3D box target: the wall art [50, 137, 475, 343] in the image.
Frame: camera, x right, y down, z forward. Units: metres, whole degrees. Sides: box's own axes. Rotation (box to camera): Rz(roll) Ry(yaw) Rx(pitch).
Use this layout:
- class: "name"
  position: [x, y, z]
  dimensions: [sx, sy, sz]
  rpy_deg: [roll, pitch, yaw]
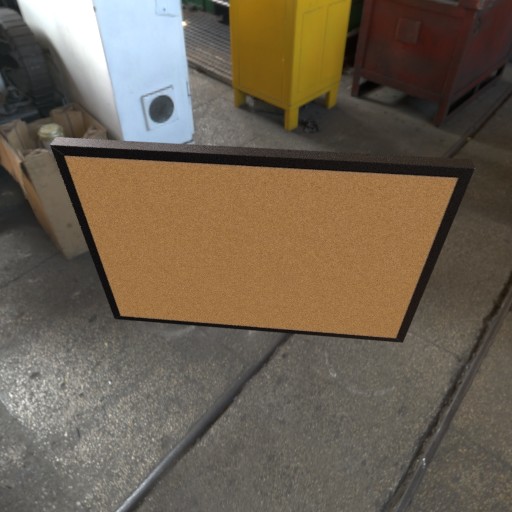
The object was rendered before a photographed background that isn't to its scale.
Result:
- class: "wall art"
  position: [0.000, 0.000, 0.852]
  dimensions: [0.657, 0.458, 0.027]
  rpy_deg: [4, 45, 4]
